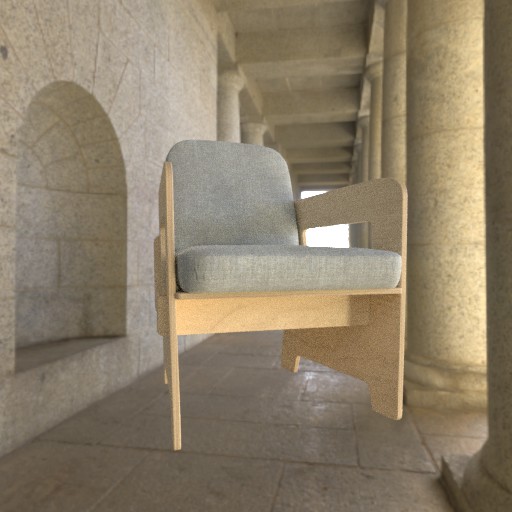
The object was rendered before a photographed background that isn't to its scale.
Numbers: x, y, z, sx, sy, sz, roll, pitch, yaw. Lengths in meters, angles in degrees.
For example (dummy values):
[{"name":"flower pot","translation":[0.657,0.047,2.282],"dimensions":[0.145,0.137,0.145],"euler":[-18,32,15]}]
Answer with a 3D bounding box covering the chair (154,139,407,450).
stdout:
[{"name":"chair","translation":[0.000,0.000,1.261],"dimensions":[0.590,0.800,0.710],"euler":[0,-1,-19]}]
